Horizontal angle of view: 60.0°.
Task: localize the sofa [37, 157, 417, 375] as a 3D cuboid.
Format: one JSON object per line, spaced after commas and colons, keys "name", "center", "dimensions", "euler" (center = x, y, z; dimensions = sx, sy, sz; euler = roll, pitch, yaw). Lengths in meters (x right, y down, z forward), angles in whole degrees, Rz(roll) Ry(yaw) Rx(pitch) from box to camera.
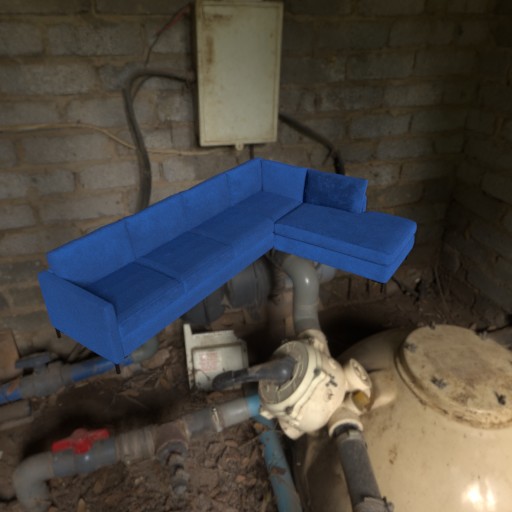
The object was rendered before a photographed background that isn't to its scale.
{"name": "sofa", "center": [0.000, 0.000, 3.332], "dimensions": [1.707, 0.687, 2.486], "euler": [19, 35, 29]}
